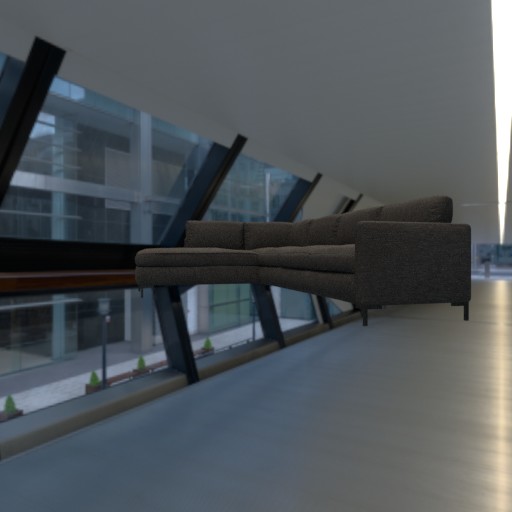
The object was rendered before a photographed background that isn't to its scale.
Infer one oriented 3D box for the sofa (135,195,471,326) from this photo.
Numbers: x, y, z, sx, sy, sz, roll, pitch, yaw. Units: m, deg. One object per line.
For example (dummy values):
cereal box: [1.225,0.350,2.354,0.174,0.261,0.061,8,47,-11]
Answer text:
sofa: [0.000,0.000,3.909,2.007,0.815,2.949,0,0,-17]
